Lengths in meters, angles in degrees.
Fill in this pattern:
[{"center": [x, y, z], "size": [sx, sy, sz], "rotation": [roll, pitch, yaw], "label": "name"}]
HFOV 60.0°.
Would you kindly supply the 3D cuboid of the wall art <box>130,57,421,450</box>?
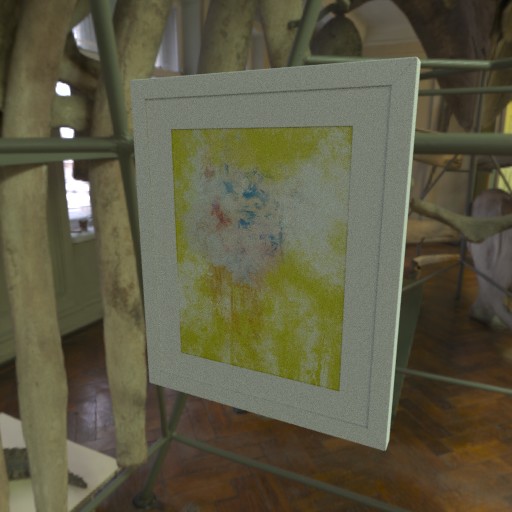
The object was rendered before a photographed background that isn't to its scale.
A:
[{"center": [0.000, 0.000, 0.716], "size": [0.454, 0.556, 0.028], "rotation": [7, 16, 26], "label": "wall art"}]
